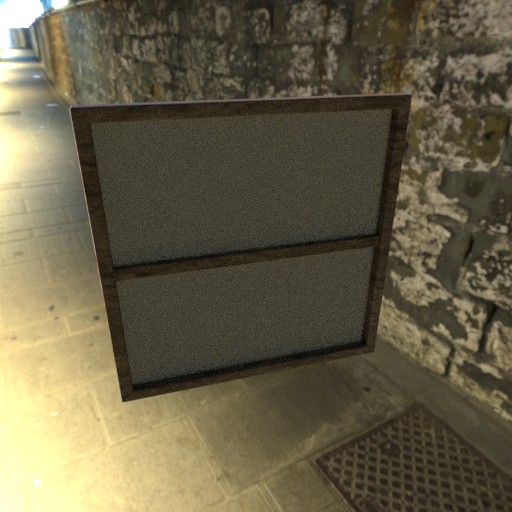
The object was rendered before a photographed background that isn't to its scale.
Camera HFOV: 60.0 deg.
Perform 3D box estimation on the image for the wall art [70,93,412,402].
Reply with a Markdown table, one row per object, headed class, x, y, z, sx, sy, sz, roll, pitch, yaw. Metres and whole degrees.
| class | x | y | z | sx | sy | sz | roll | pitch | yaw |
| --- | --- | --- | --- | --- | --- | --- | --- | --- | --- |
| wall art | 0.000 | 0.000 | 1.113 | 0.747 | 0.747 | 0.035 | -7 | 27 | -15 |
